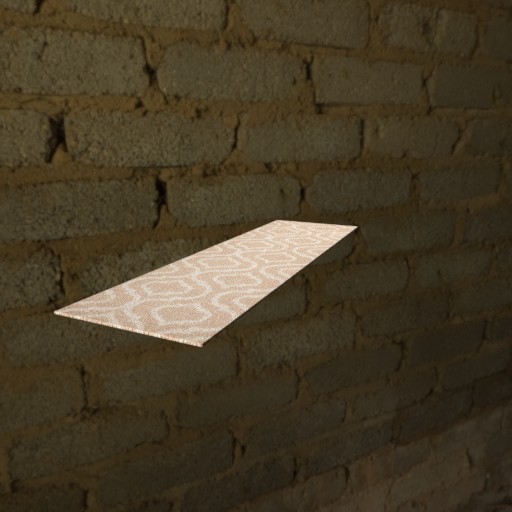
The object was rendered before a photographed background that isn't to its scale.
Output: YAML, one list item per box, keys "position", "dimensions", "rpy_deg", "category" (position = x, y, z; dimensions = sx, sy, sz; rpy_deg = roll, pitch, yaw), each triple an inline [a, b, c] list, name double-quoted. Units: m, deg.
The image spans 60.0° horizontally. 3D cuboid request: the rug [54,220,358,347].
- position: [0.000, 0.000, 2.612]
  dimensions: [0.691, 0.013, 2.289]
  rpy_deg: [7, 16, 24]
  category: "rug"
